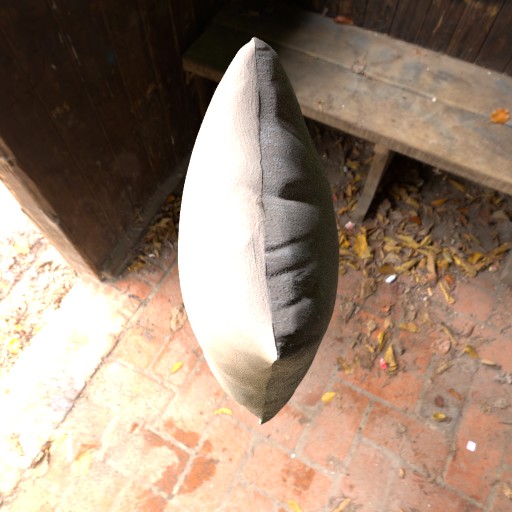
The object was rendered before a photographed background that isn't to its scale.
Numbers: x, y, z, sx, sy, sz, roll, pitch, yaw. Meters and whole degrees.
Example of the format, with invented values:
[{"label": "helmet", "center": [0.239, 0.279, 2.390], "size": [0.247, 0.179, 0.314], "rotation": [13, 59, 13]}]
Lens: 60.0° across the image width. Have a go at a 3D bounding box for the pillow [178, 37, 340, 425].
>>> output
[{"label": "pillow", "center": [0.000, 0.000, 0.696], "size": [0.245, 0.448, 0.450], "rotation": [-1, 63, 0]}]
